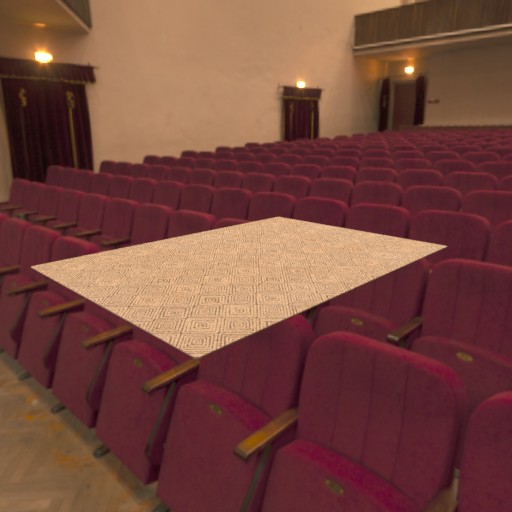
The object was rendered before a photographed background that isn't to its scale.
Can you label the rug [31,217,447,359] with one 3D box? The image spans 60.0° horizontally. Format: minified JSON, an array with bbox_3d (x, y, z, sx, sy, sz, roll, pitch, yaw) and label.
[{"bbox_3d":[0.000,0.000,2.891,1.593,0.008,2.238,15,22,42],"label":"rug"}]
